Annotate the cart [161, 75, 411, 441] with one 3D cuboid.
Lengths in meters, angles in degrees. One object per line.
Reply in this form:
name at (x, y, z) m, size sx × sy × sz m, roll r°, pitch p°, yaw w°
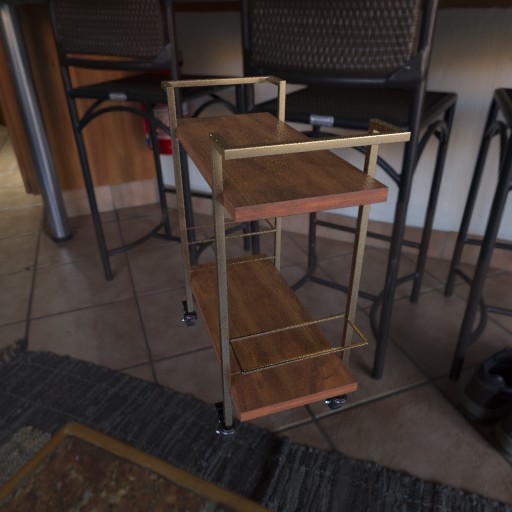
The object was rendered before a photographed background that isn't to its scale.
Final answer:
cart at (0.000, 0.000, 1.198) m, size 0.364 × 0.807 × 0.695 m, roll -9°, pitch 31°, yaw -16°
